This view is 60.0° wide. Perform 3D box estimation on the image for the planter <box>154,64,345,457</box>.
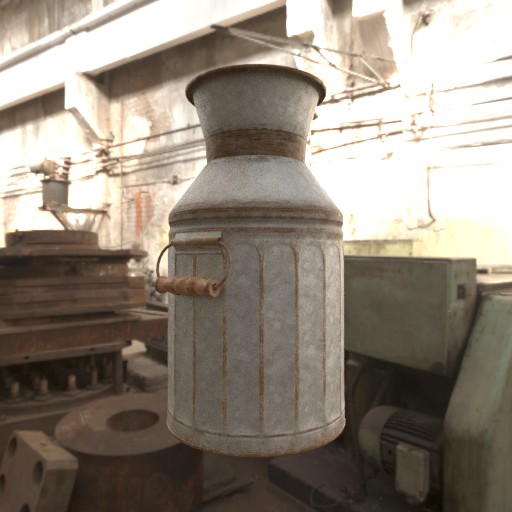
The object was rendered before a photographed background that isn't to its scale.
[{"bbox_3d":[0.000,0.000,0.539,0.214,0.396,0.245,0,0,37],"label":"planter"}]
